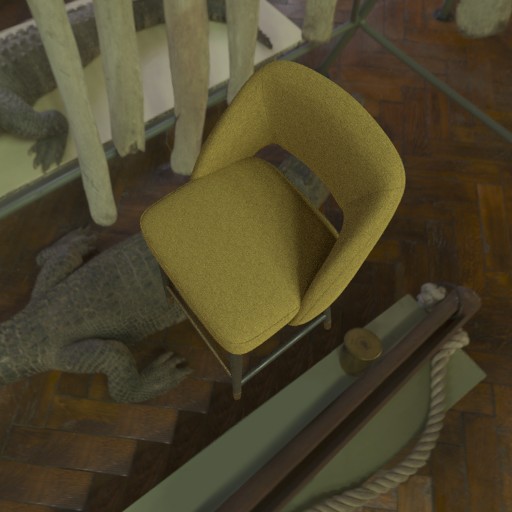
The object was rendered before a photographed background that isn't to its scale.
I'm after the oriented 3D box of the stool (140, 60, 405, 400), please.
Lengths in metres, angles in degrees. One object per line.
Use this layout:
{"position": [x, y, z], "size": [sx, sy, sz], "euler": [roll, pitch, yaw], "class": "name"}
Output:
{"position": [0.000, 0.000, 1.289], "size": [0.522, 0.939, 0.536], "euler": [-34, 69, -15], "class": "stool"}
